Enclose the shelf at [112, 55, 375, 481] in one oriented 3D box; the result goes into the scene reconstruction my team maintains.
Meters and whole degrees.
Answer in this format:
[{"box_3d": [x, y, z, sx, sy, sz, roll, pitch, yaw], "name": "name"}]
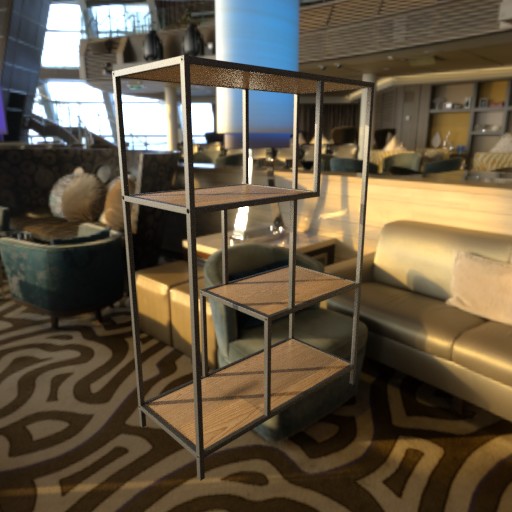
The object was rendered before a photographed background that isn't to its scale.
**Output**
[{"box_3d": [0.000, 0.000, 1.512, 0.770, 1.138, 0.350, -14, 20, -41], "name": "shelf"}]
